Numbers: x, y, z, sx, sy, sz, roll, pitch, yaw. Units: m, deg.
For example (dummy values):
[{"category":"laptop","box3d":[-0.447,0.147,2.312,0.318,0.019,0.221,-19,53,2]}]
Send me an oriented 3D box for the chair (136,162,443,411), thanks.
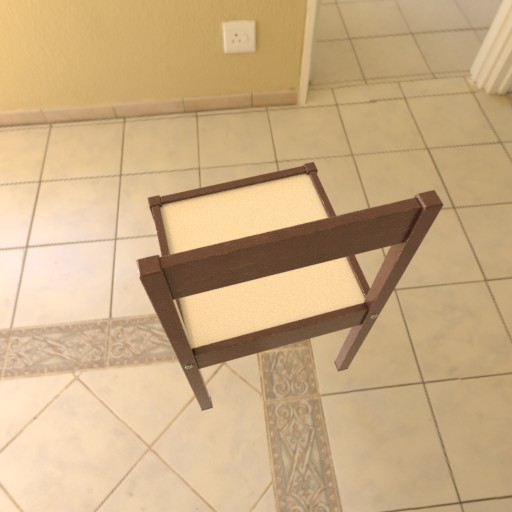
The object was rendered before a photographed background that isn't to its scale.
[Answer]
[{"category":"chair","box3d":[0.000,0.000,0.676,0.285,0.505,0.285,-14,60,-8]}]
